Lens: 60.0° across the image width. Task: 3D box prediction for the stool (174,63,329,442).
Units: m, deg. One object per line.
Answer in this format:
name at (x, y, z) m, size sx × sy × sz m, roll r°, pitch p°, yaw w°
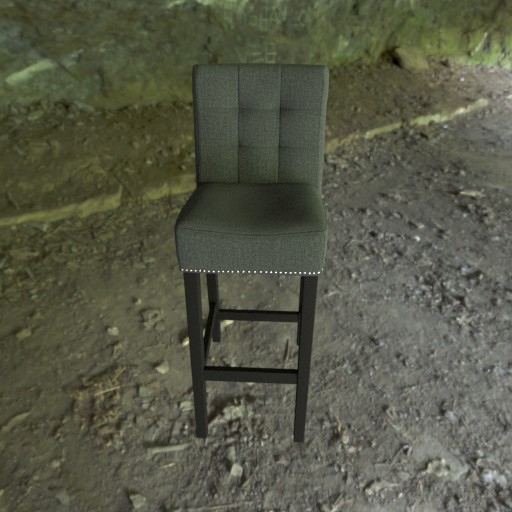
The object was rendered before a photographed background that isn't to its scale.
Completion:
stool at (0.000, 0.000, 1.381) m, size 0.411 × 1.047 × 0.548 m, roll 2°, pitch 31°, yaw 3°
